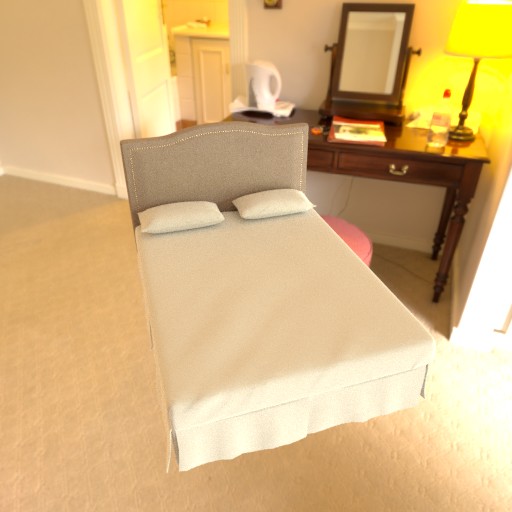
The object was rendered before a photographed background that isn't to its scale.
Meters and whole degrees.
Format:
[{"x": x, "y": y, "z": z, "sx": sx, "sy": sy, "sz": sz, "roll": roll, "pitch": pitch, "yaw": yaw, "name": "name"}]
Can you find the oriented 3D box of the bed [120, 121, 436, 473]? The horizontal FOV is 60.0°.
[{"x": 0.000, "y": 0.000, "z": 3.388, "sx": 1.821, "sy": 1.436, "sz": 2.282, "roll": -10, "pitch": 34, "yaw": -15, "name": "bed"}]
